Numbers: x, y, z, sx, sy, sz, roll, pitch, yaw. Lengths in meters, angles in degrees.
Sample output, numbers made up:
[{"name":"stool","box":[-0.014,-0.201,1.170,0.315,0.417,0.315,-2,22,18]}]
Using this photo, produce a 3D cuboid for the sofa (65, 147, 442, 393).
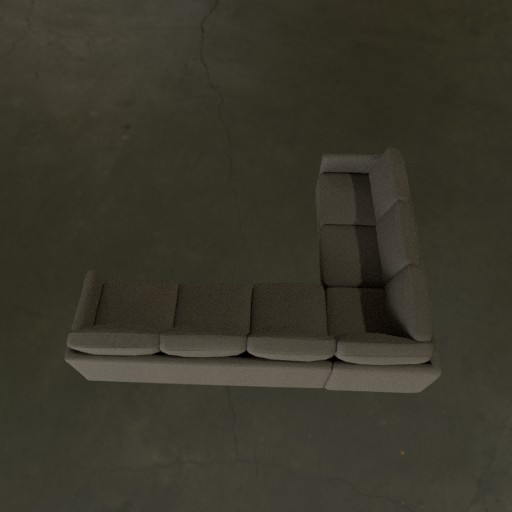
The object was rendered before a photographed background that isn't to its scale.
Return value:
[{"name":"sofa","box":[0.000,0.000,4.660,3.302,0.947,2.593,2,59,1]}]
